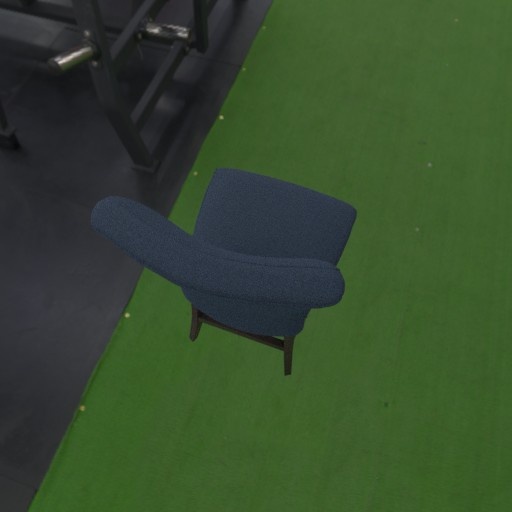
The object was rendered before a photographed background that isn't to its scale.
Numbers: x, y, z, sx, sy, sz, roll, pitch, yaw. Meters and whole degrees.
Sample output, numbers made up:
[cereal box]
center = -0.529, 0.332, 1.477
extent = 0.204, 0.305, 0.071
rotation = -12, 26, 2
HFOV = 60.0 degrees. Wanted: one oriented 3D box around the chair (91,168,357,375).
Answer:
[chair]
center = 0.000, 0.000, 1.372
extent = 0.520, 0.991, 0.660
rotation = 18, 64, 9
